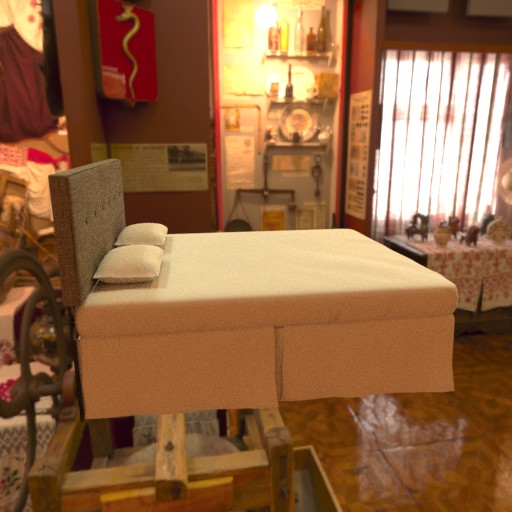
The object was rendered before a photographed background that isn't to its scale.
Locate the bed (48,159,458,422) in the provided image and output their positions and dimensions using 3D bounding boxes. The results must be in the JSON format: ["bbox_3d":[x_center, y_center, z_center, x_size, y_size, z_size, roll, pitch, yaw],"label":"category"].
[{"bbox_3d":[0.000,0.000,2.846,1.958,1.168,1.621,-2,15,-9],"label":"bed"}]
